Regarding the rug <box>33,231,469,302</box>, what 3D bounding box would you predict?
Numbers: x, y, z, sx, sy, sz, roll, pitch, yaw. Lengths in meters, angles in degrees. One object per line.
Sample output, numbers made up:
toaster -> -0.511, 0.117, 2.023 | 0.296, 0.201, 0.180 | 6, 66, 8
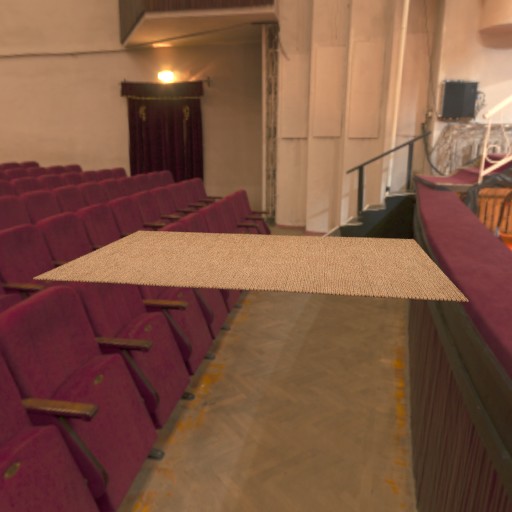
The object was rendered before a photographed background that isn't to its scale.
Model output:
rug -> 0.000, 0.000, 3.173 | 2.439, 0.011, 1.533 | 2, 14, 9
